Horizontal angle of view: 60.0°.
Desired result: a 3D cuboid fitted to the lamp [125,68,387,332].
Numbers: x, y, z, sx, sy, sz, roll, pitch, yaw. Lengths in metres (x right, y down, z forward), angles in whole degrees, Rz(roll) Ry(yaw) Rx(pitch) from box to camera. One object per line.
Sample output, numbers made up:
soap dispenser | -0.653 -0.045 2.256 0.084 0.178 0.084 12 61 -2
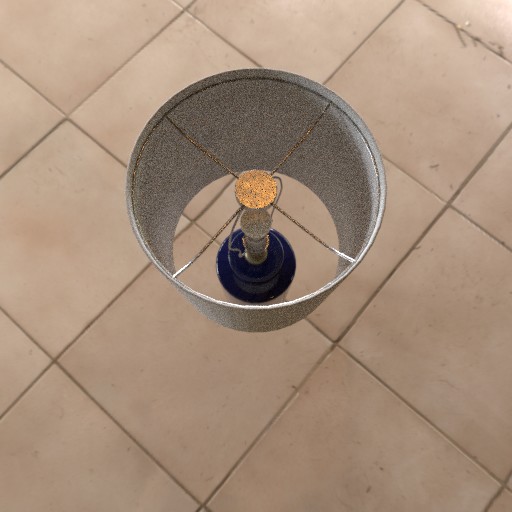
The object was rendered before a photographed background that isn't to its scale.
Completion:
lamp | 0.000 0.000 0.597 0.212 0.493 0.212 39 79 9
